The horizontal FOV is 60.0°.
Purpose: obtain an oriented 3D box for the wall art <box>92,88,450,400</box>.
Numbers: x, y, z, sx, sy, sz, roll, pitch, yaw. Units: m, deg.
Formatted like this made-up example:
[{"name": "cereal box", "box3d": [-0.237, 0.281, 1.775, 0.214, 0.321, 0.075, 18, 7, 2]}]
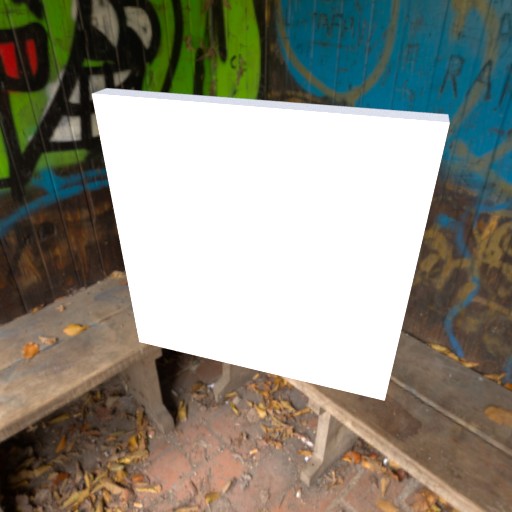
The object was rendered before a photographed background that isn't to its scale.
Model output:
[{"name": "wall art", "box3d": [0.000, 0.000, 0.529, 0.355, 0.355, 0.027, 10, 34, 15]}]
